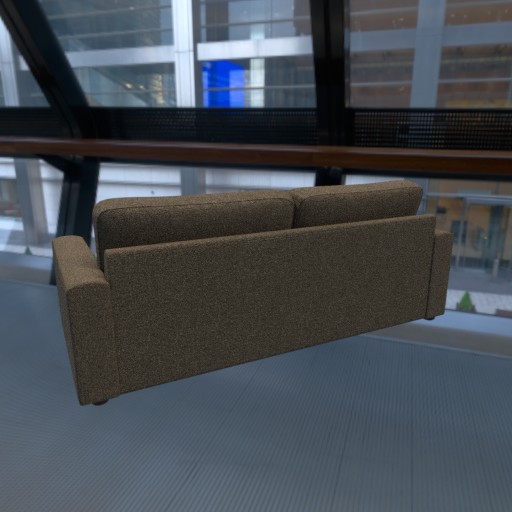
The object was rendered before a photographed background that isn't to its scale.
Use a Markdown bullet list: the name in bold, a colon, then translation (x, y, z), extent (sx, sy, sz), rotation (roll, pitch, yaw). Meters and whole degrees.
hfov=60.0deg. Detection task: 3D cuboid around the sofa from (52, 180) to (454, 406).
- **sofa**: translation (0.000, 0.000, 2.661), extent (2.179, 0.873, 1.016), rotation (-8, 17, -26)
